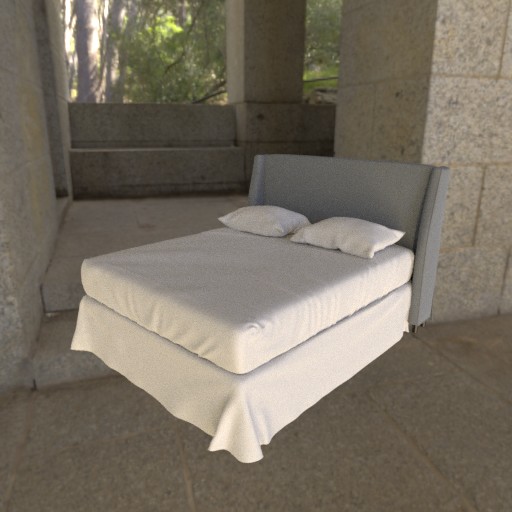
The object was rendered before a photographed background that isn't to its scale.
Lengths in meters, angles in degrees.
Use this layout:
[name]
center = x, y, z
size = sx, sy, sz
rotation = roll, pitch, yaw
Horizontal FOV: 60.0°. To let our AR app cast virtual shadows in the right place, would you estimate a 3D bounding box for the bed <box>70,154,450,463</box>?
[bed]
center = 0.000, 0.000, 3.350
size = 1.925, 1.332, 2.276
rotation = 15, 23, 41
